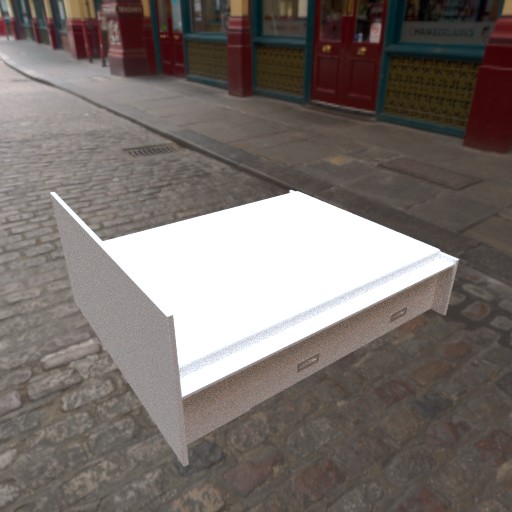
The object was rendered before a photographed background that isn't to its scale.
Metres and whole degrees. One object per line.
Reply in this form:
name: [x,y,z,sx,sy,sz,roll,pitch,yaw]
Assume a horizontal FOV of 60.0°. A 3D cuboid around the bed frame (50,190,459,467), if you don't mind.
bed frame: [0.000,0.000,2.848,1.960,0.800,1.622,-19,33,-31]
